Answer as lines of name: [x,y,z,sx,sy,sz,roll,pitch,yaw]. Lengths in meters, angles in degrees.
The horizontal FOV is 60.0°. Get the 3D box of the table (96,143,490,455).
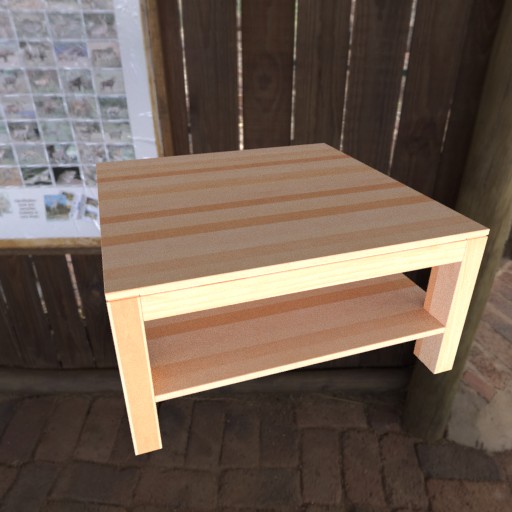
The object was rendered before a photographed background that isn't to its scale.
table: [0.000,0.000,1.435,0.900,0.450,0.900,-9,29,-16]
